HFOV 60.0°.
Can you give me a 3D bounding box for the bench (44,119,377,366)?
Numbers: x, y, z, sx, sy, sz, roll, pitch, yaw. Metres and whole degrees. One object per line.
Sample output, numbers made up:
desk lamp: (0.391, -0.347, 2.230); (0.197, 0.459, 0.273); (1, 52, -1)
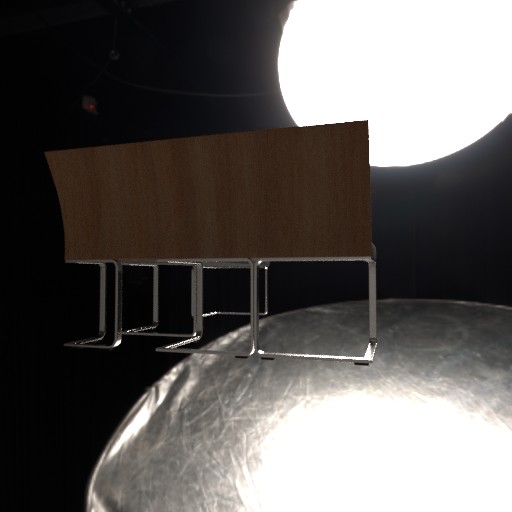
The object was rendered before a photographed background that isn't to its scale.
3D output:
bench: (0.000, 0.000, 2.786); (1.495, 0.930, 1.945); (-1, -3, 17)
